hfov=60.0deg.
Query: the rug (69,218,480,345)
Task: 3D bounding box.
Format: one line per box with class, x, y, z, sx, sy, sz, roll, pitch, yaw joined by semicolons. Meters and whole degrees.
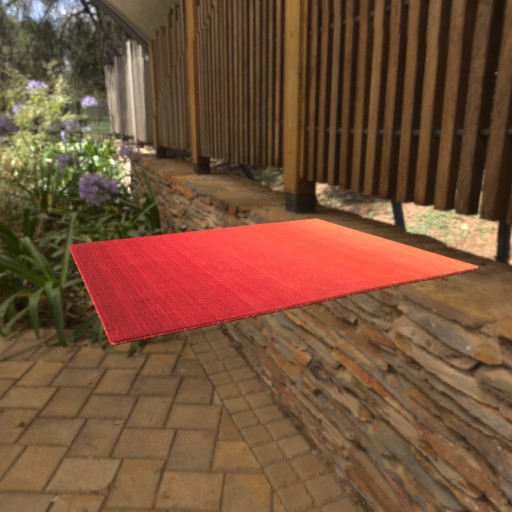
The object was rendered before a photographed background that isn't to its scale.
rug;0.000;0.000;3.951;2.905;0.028;2.340;-8;18;-26
